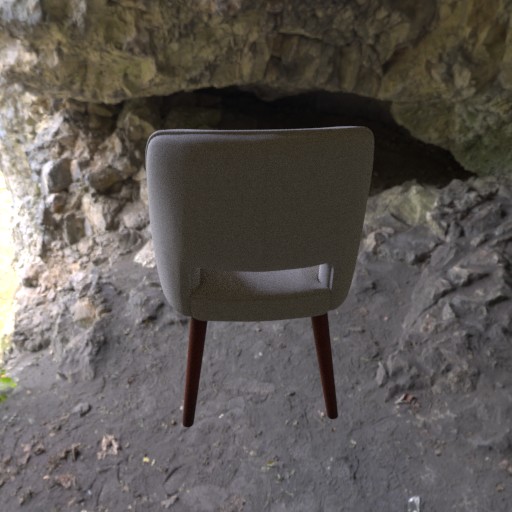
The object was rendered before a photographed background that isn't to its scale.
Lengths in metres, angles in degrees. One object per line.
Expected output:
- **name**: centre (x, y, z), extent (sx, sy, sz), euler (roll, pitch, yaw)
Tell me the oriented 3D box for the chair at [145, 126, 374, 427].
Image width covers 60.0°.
- **chair**: centre (0.000, 0.000, 1.249), extent (0.560, 0.840, 0.580), euler (-2, 30, -3)
